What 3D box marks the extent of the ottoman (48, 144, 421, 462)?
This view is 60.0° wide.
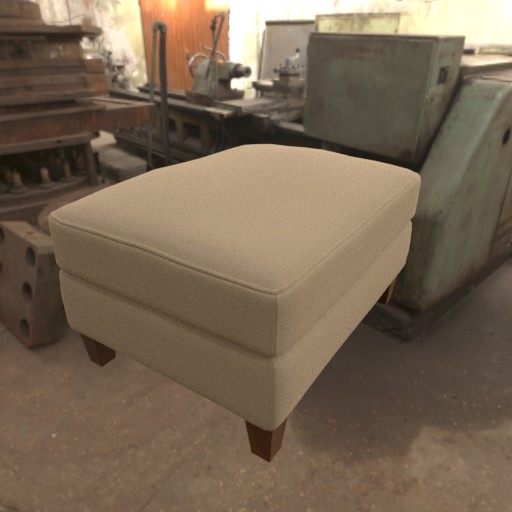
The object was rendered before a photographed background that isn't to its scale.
[{"bbox_3d":[0.000,0.000,1.207,0.634,0.485,0.818,17,31,30],"label":"ottoman"}]
